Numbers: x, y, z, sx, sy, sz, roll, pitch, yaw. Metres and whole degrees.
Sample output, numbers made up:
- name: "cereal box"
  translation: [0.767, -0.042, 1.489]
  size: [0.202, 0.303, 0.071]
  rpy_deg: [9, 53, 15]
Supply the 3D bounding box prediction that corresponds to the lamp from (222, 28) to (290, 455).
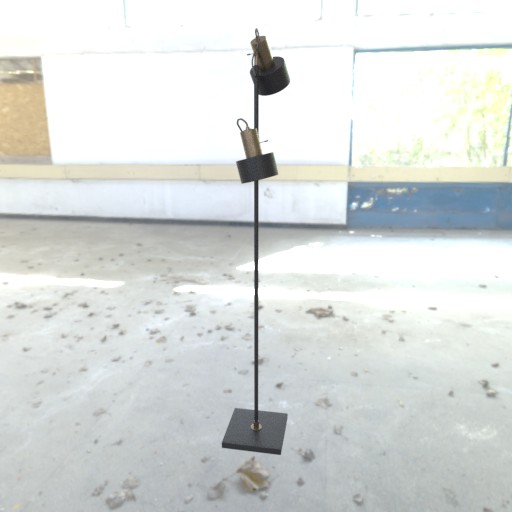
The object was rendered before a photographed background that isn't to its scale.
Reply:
- name: "lamp"
  translation: [0.000, 0.000, 1.618]
  size: [0.233, 1.505, 0.315]
  rpy_deg: [3, 15, 10]
